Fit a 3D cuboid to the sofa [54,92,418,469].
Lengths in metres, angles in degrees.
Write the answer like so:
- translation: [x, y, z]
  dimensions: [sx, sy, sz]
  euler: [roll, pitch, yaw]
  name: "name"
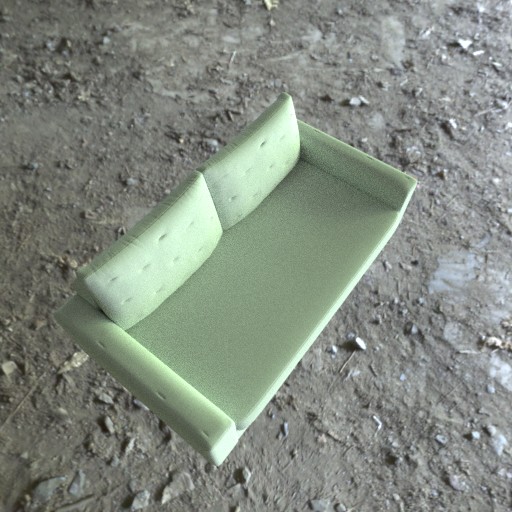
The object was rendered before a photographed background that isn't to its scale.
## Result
- translation: [0.000, 0.000, 2.162]
  dimensions: [0.920, 0.790, 1.650]
  euler: [33, 63, 19]
  name: "sofa"
